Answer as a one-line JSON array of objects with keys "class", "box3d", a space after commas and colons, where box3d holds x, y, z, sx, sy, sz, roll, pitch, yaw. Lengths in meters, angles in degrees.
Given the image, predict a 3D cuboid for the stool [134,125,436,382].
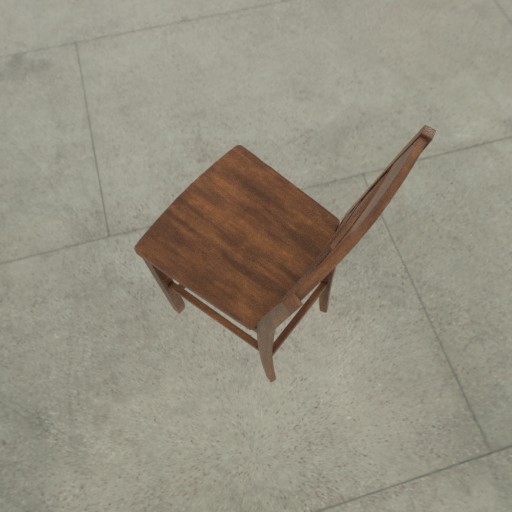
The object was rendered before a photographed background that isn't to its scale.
[{"class": "stool", "box3d": [0.000, 0.000, 1.323, 0.539, 1.079, 0.462, 36, 71, 15]}]
